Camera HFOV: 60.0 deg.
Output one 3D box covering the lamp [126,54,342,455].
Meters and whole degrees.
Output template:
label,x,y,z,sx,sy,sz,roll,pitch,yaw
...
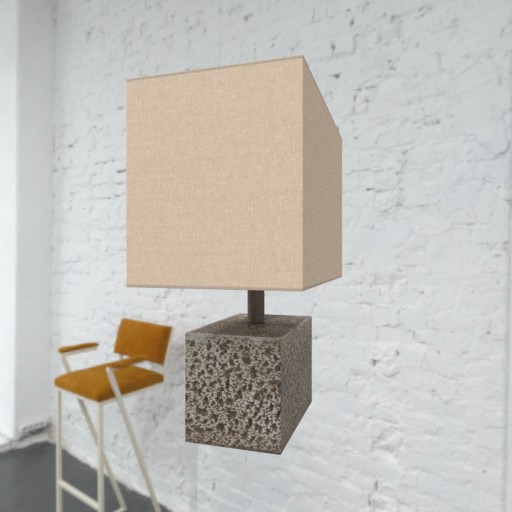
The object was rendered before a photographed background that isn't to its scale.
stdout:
label,x,y,z,sx,sy,sz,roll,pitch,yaw
lamp,0.000,0.000,0.557,0.180,0.411,0.294,0,0,18
